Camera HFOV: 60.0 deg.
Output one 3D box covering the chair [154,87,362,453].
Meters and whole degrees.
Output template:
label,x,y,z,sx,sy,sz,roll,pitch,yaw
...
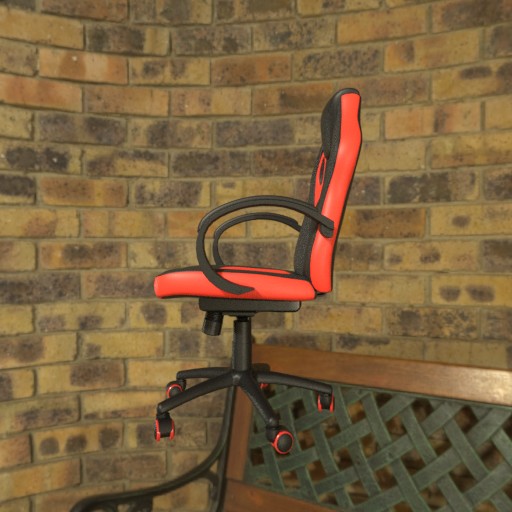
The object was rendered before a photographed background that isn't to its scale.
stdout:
label,x,y,z,sx,sy,sz,roll,pitch,yaw
chair,0.000,0.000,1.429,0.642,1.016,0.600,0,0,-1
